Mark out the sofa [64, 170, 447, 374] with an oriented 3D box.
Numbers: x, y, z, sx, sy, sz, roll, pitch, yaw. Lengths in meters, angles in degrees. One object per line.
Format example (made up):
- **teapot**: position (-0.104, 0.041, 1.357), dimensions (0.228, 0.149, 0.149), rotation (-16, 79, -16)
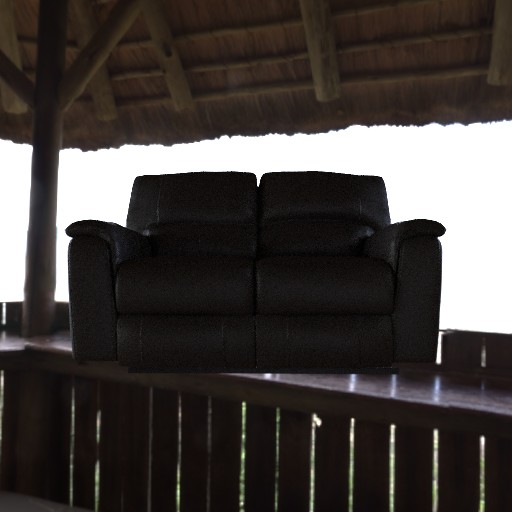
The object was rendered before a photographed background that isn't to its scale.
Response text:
- **sofa**: position (0.000, 0.000, 2.467), dimensions (1.765, 1.111, 1.104), rotation (0, 0, 1)
